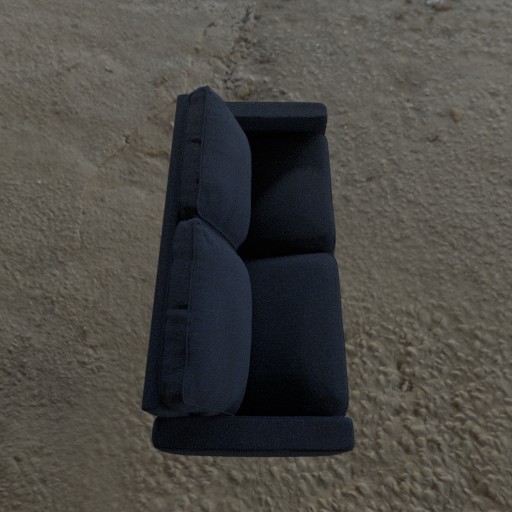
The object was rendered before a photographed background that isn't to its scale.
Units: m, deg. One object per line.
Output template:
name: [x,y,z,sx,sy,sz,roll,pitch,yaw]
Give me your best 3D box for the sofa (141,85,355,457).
sofa: [0.000,0.000,2.528,0.940,0.919,2.080,0,64,0]
